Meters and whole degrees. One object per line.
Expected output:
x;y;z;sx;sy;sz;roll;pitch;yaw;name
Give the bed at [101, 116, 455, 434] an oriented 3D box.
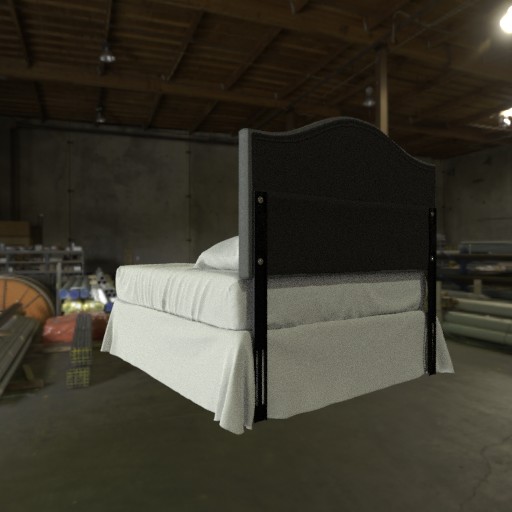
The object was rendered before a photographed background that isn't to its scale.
0.000;0.000;3.452;1.876;1.645;2.221;0;1;-35;bed
